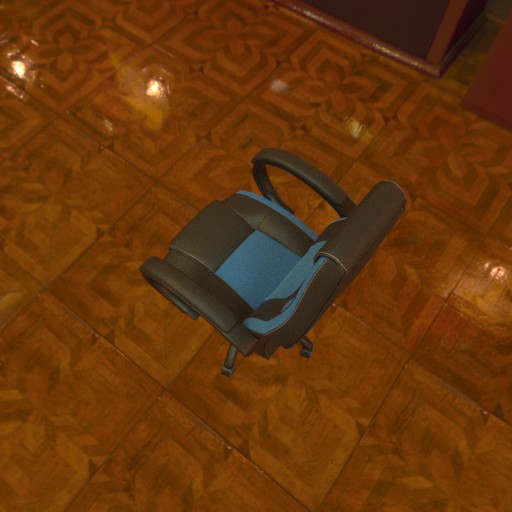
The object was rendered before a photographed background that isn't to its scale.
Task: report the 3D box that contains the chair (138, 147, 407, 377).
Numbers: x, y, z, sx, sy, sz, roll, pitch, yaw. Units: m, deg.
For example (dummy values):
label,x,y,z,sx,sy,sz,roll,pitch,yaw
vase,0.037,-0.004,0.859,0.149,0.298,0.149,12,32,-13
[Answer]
label,x,y,z,sx,sy,sz,roll,pitch,yaw
chair,0.000,0.000,1.608,0.724,1.187,0.673,37,69,16
